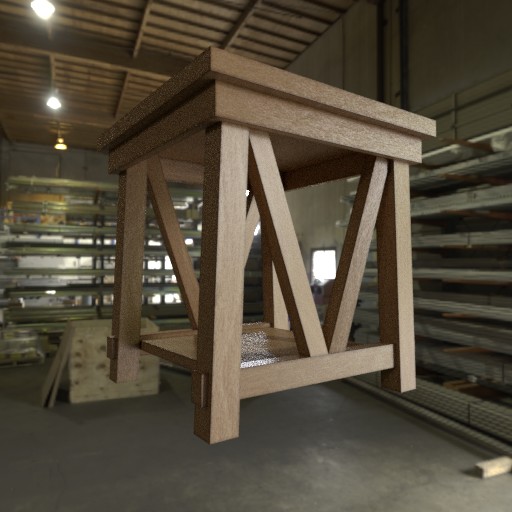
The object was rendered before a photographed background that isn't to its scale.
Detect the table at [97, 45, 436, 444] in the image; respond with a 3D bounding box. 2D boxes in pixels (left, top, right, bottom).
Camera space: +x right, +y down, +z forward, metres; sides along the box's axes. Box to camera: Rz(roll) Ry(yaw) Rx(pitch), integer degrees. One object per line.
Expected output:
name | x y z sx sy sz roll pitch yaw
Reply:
table | 0.000 0.000 1.111 0.612 0.638 0.610 1 -2 -36
